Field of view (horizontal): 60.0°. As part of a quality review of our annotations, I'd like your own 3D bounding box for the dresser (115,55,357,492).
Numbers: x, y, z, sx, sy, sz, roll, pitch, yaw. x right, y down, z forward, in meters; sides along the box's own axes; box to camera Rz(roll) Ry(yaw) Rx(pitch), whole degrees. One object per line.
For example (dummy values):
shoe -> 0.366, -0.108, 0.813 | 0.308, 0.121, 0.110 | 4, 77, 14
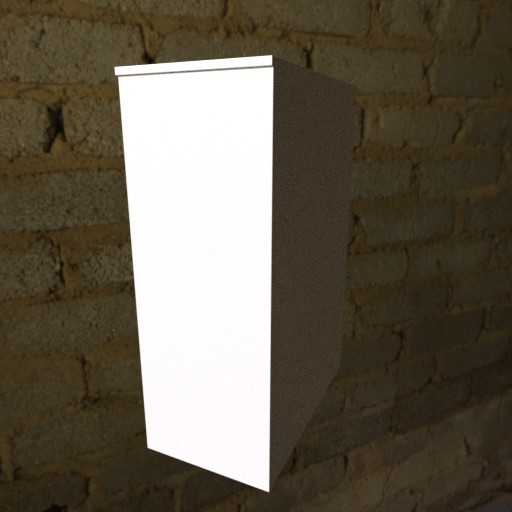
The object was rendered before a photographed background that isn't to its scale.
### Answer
dresser -> 0.000, 0.000, 1.367 | 0.401, 1.021, 0.704 | 7, 18, 24
